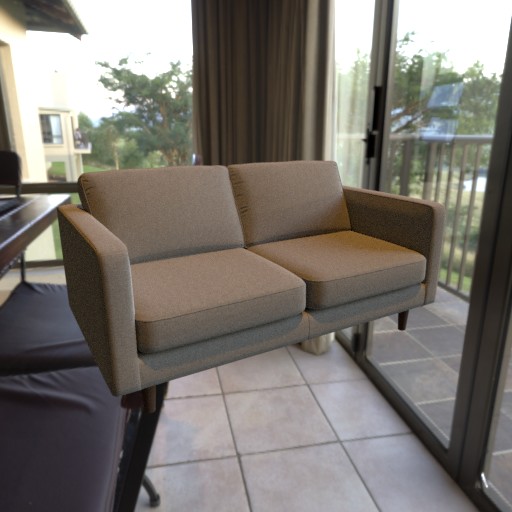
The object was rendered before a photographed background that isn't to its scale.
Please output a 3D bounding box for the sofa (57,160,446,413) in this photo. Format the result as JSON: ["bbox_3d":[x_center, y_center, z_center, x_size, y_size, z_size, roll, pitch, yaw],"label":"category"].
[{"bbox_3d":[0.000,0.000,2.297,1.731,0.900,1.000,-10,19,-29],"label":"sofa"}]
